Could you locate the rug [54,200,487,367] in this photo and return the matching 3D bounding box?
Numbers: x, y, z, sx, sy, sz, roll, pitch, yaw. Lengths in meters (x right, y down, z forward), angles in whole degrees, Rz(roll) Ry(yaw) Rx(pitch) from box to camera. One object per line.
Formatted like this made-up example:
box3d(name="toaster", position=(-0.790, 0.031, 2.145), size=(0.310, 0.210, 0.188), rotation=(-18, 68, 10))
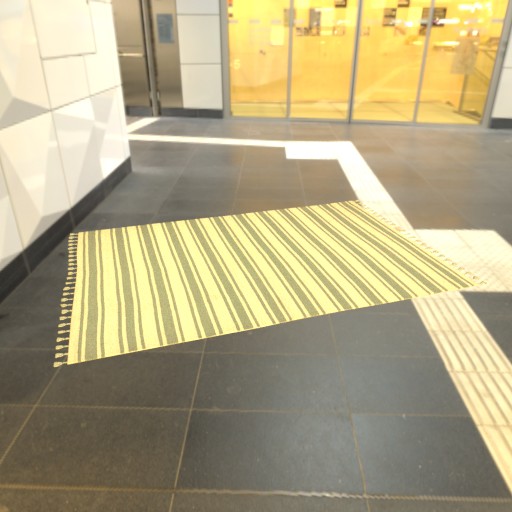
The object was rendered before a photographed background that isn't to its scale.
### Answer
box3d(name="rug", position=(0.000, 0.000, 2.960), size=(2.410, 0.011, 1.539), rotation=(-8, 28, -16))
